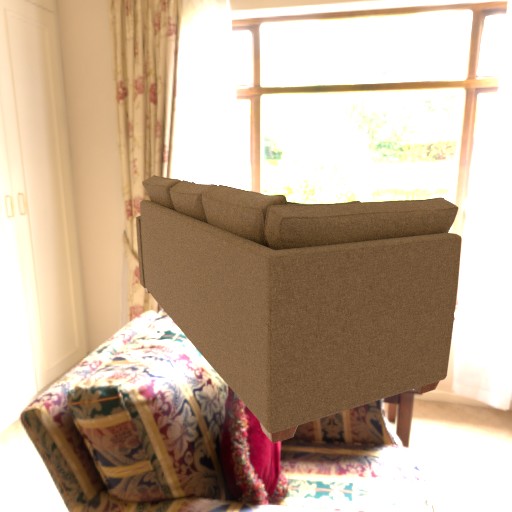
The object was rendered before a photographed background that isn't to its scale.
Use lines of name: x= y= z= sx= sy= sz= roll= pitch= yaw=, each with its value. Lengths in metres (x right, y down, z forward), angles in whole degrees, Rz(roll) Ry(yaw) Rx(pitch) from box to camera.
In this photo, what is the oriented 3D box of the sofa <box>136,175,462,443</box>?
sofa: x=0.000 y=0.000 z=2.841 sx=1.061 sy=0.962 sz=2.317 roll=-6 pitch=14 yaw=-25
